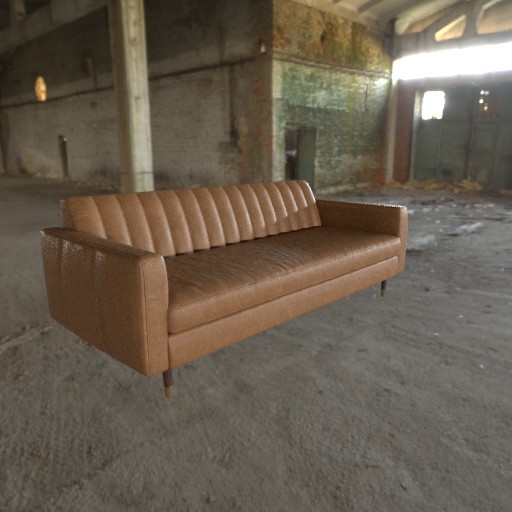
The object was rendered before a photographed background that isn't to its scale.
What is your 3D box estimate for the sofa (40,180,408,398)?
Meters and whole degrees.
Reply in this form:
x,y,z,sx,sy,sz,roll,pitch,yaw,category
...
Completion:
x,y,z,sx,sy,sz,roll,pitch,yaw,category
0.000,0.000,2.797,0.990,0.821,2.291,13,18,42,sofa
